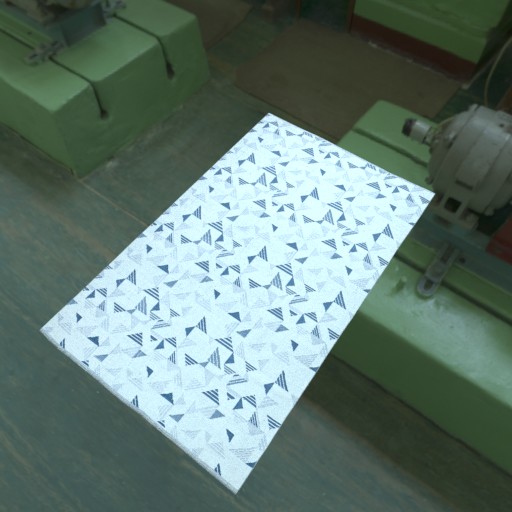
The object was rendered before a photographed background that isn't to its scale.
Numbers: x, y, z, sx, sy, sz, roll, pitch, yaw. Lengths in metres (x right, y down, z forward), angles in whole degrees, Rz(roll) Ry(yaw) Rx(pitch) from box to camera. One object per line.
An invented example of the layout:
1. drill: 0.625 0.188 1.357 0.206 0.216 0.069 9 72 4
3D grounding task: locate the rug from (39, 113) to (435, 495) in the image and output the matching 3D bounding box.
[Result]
1. rug: 0.000 0.000 2.999 1.512 0.009 2.457 32 63 18
